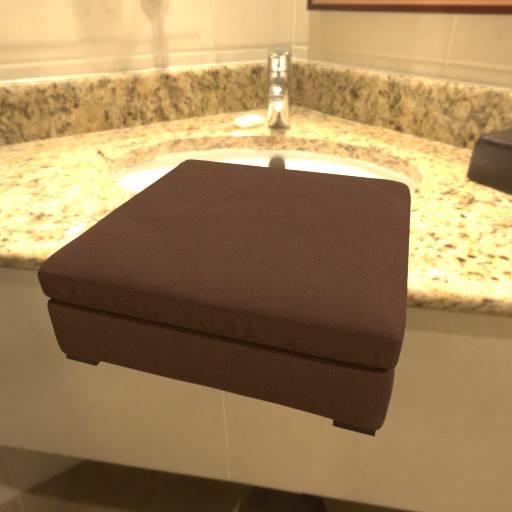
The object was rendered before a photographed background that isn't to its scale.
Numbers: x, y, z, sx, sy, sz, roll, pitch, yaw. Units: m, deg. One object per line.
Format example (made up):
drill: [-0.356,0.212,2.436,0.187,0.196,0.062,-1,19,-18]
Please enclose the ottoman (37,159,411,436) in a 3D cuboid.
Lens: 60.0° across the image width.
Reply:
ottoman: [0.000,0.000,1.854,1.181,0.470,1.181,9,32,15]
